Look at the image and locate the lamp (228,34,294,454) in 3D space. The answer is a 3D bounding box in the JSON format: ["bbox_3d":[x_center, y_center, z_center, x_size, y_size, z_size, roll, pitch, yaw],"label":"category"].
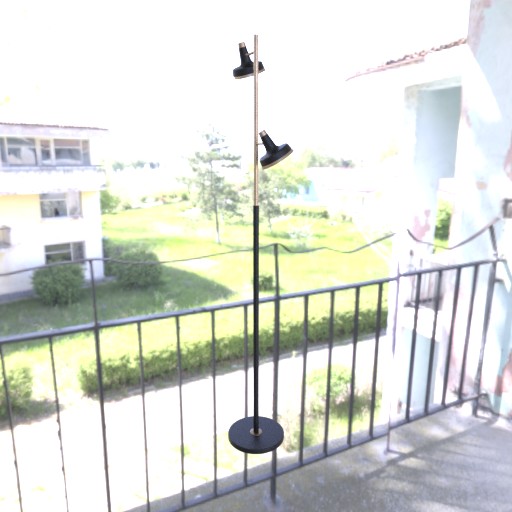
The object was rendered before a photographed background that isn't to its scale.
[{"bbox_3d":[0.000,0.000,1.821,0.253,1.674,0.351,-6,14,-26],"label":"lamp"}]
